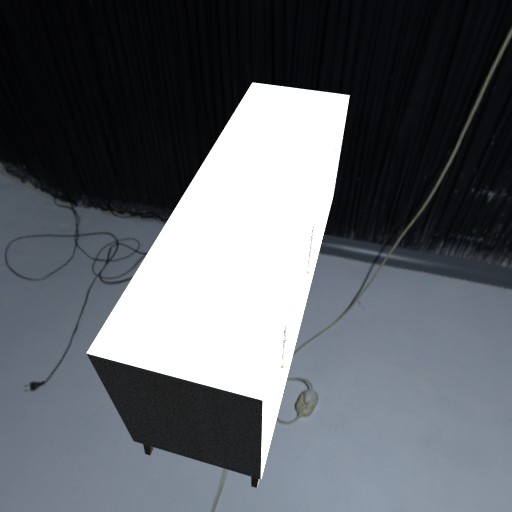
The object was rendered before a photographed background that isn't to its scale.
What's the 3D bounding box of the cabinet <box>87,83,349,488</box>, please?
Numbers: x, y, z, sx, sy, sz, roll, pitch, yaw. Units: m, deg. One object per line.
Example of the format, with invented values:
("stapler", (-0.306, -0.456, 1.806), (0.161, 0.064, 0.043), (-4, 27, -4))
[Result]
("cabinet", (0.000, 0.000, 1.991), (0.500, 0.780, 1.649), (12, 48, 11))
